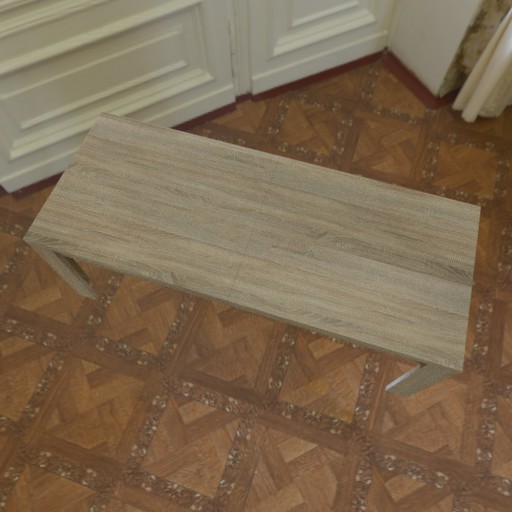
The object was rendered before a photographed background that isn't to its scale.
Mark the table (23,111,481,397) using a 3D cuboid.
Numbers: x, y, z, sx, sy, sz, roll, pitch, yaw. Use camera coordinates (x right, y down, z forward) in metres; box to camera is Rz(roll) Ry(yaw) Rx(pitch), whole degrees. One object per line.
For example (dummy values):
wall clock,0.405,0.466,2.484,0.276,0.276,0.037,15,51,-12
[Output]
table,0.000,0.000,2.647,2.200,0.790,0.900,16,65,8
